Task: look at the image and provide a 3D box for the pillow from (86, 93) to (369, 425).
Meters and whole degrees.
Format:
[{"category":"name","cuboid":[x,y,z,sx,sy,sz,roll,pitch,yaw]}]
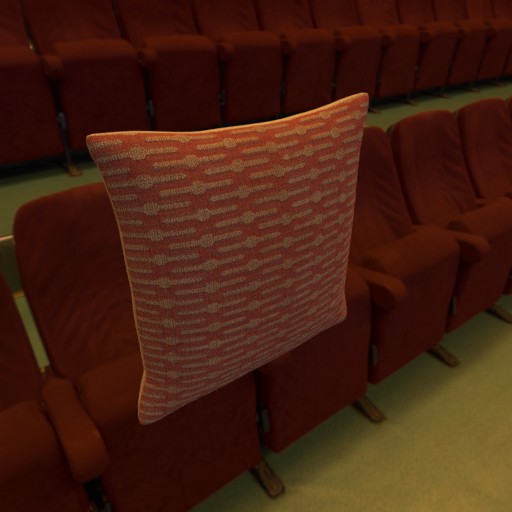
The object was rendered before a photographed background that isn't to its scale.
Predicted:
[{"category":"pillow","cuboid":[0.000,0.000,0.785,0.511,0.503,0.182,-20,36,-31]}]
